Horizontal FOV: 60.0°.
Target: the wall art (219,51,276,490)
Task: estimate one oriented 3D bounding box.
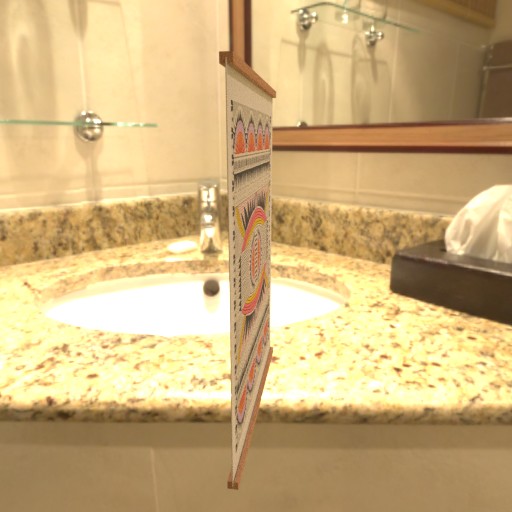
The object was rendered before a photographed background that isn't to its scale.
[{"bbox_3d":[0.000,0.000,1.349,0.028,1.016,0.765,2,15,9],"label":"wall art"}]
